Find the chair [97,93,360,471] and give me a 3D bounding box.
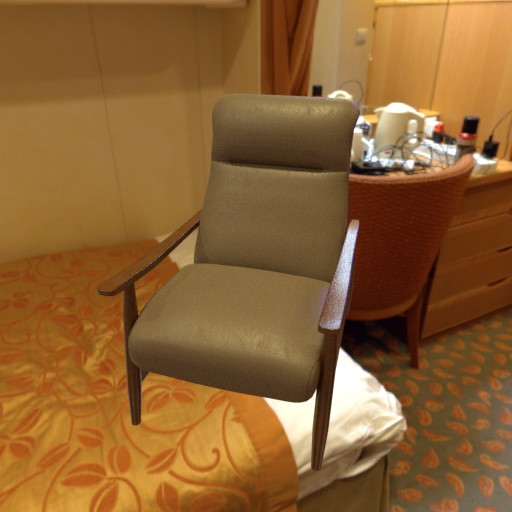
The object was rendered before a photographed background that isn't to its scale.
[{"bbox_3d":[0.000,0.000,1.764,0.762,1.082,1.014,8,29,14],"label":"chair"}]
